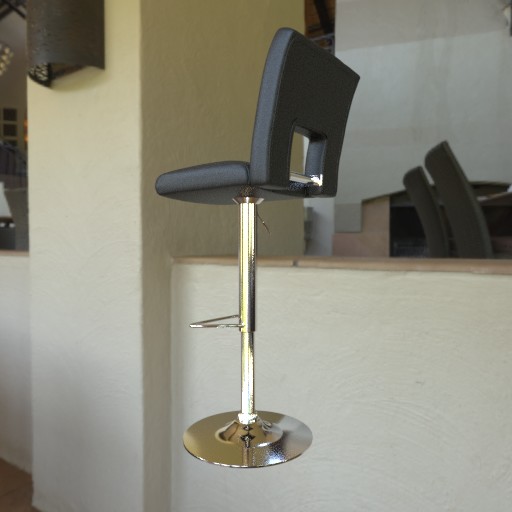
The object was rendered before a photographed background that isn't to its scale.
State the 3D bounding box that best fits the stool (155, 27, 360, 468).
[{"bbox_3d":[0.000,0.000,1.382,0.520,1.151,0.415,1,2,38],"label":"stool"}]
